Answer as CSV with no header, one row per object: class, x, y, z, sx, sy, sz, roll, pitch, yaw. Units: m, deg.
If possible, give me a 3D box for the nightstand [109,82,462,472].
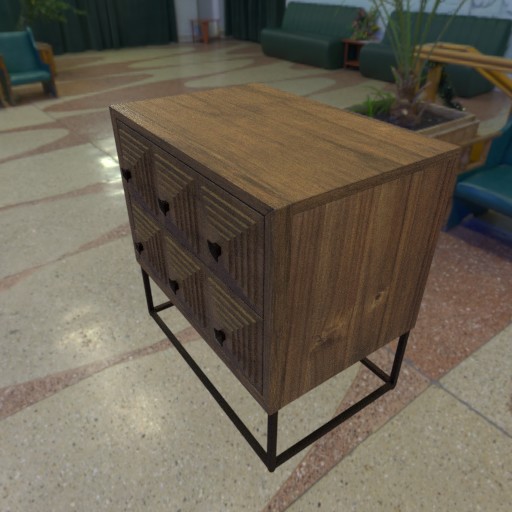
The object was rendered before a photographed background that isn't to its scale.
nightstand,0.000,0.000,1.029,0.437,0.610,0.610,-21,39,-29
